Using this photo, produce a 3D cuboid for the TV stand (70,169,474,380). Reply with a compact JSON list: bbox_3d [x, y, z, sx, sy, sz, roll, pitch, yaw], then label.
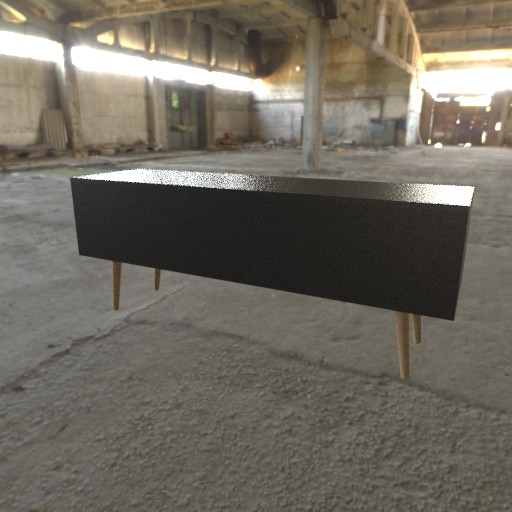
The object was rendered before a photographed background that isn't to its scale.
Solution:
[{"bbox_3d":[0.000,0.000,1.553,1.312,0.518,0.390,8,18,26],"label":"TV stand"}]
